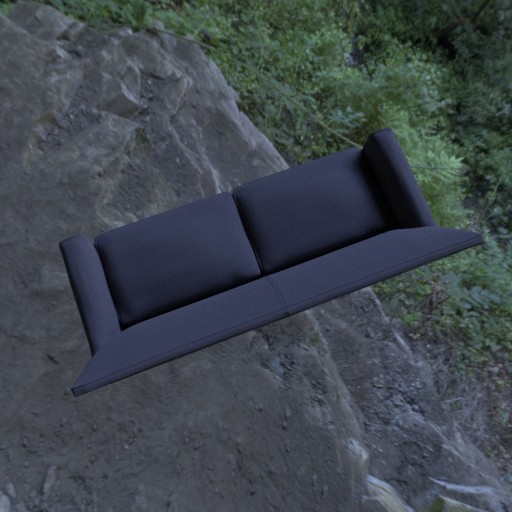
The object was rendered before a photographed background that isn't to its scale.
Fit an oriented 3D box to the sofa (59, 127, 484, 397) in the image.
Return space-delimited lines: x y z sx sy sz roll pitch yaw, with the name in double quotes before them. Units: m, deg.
"sofa" 0.000 0.000 2.515 2.002 0.907 0.843 -20 77 -5
